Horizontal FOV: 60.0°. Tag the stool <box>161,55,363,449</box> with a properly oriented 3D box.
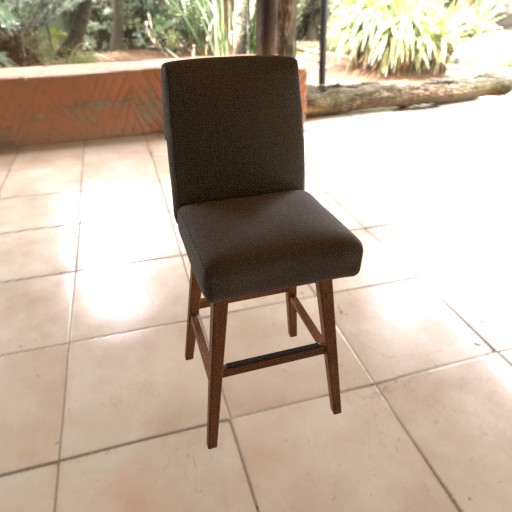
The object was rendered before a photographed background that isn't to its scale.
[{"bbox_3d":[0.000,0.000,1.416,0.483,1.112,0.570,-9,33,-15],"label":"stool"}]
